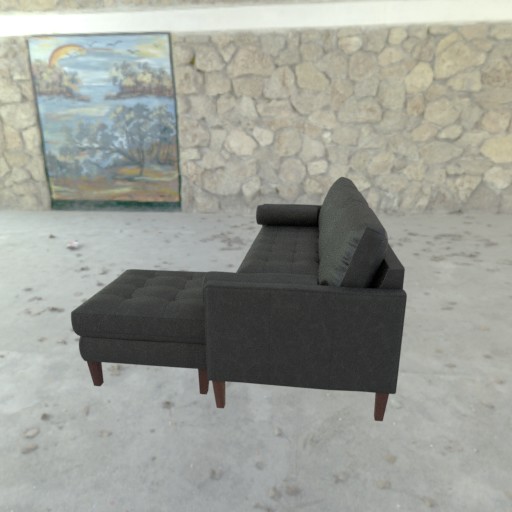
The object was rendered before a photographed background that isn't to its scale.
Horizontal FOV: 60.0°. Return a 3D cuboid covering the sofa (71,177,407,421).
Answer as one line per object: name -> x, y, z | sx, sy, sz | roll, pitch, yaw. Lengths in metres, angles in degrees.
sofa -> 0.000, 0.000, 2.918 | 1.497, 0.876, 2.178 | 2, 16, 7
